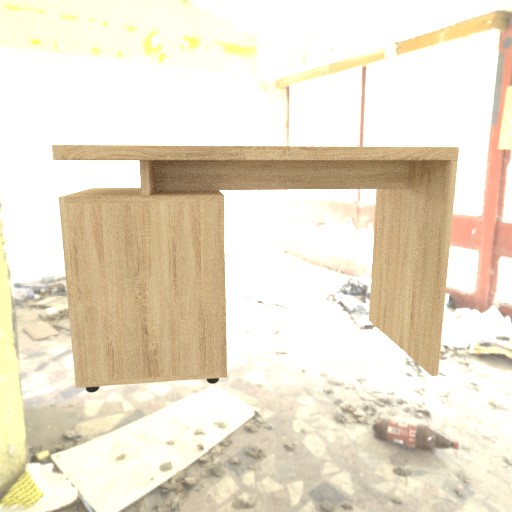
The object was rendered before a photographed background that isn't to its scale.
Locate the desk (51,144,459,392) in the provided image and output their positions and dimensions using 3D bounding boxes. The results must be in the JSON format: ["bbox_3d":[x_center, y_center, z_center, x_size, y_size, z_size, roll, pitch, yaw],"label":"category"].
[{"bbox_3d":[0.000,0.000,1.613,1.200,0.760,0.550,-2,12,-8],"label":"desk"}]
